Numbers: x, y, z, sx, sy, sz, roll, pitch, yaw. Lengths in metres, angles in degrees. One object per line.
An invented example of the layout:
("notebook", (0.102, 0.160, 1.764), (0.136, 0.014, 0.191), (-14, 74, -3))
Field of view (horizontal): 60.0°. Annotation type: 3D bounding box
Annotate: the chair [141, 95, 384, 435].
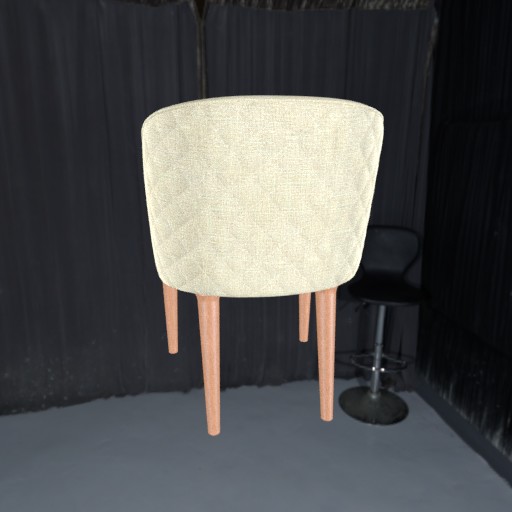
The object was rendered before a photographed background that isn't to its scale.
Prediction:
("chair", (0.000, 0.000, 1.214), (0.584, 0.775, 0.616), (-3, 15, -11))
